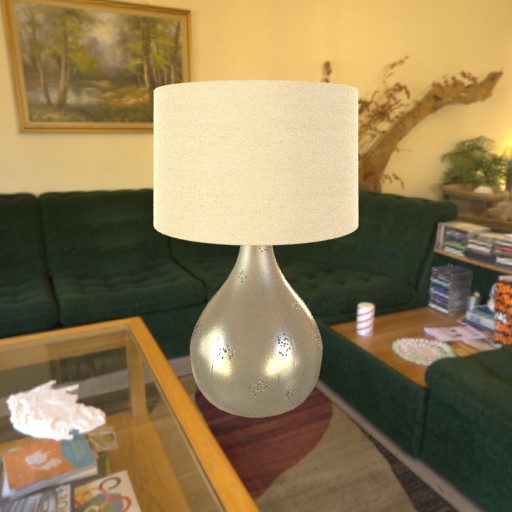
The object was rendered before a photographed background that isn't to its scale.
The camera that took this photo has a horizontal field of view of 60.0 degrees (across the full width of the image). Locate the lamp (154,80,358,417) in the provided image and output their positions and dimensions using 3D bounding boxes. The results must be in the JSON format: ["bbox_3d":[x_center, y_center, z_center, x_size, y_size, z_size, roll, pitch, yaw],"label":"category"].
[{"bbox_3d":[0.000,0.000,0.748,0.330,0.521,0.330,0,15,0],"label":"lamp"}]
